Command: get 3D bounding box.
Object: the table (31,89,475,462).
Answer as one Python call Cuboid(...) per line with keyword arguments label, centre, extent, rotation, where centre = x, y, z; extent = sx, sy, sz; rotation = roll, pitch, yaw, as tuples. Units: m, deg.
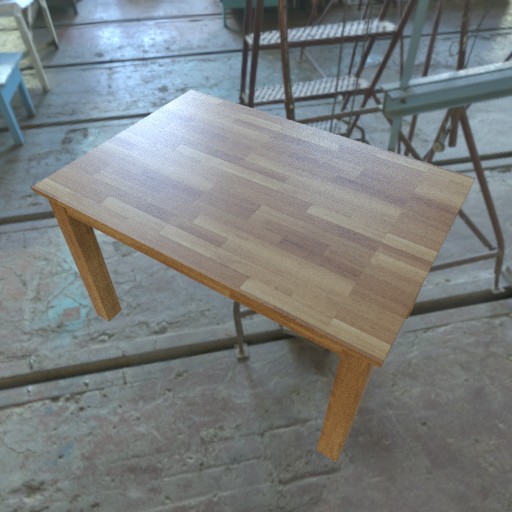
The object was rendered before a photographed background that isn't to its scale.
Cuboid(label="table", centre=(0.000, 0.000, 1.845), extent=(1.300, 0.750, 0.900), rotation=(25, 51, 22))
